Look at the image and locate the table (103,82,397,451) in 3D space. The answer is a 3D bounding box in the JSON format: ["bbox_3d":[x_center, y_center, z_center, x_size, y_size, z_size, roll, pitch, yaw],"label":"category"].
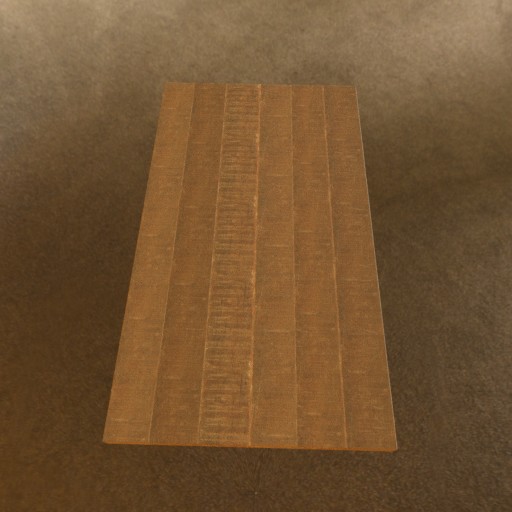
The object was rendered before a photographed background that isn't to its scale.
[{"bbox_3d":[0.000,0.000,1.723,0.800,0.440,1.400,1,62,1],"label":"table"}]
